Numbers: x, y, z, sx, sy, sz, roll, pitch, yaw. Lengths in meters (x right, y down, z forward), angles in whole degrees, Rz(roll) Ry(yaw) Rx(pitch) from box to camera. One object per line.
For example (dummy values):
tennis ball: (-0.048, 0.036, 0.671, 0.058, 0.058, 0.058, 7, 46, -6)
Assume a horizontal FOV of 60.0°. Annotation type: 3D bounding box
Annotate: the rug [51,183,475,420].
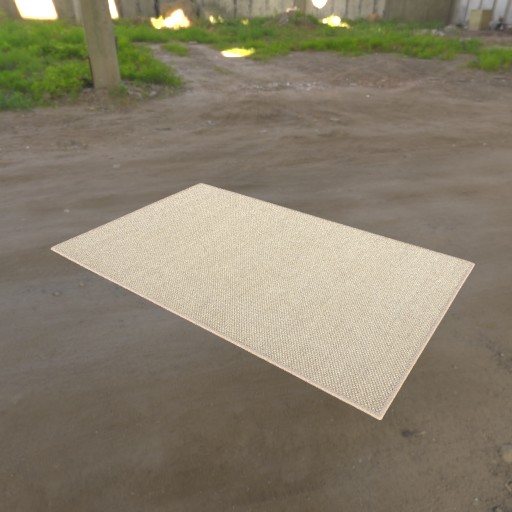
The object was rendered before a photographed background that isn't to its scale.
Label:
rug: (0.000, 0.000, 2.063, 1.676, 0.013, 1.067, 21, 36, 31)
